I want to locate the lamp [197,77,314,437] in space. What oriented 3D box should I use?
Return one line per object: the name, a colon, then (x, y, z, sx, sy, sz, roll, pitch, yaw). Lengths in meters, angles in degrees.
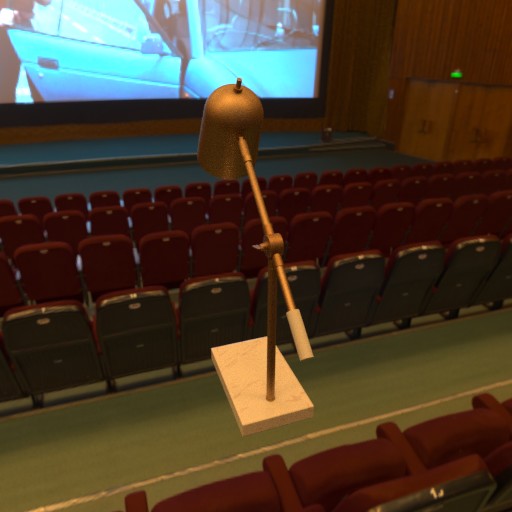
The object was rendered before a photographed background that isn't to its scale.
lamp: (0.000, 0.000, 0.823, 0.144, 0.603, 0.471, -9, 28, -17)
